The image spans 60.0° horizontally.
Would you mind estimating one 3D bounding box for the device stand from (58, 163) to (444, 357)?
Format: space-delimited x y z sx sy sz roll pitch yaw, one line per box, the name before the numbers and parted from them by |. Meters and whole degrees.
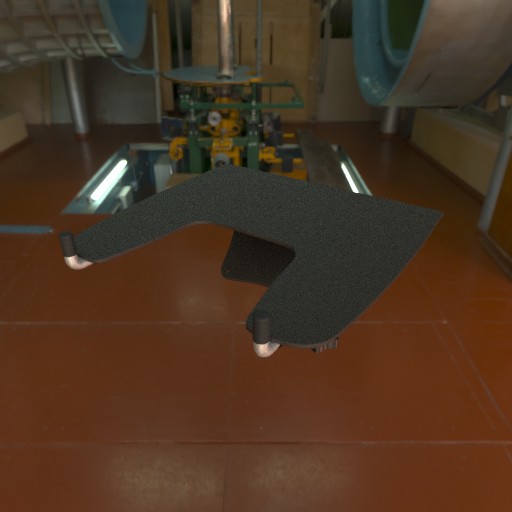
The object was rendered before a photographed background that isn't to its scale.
device stand | 0.000 0.000 0.358 0.230 0.092 0.230 19 35 29
